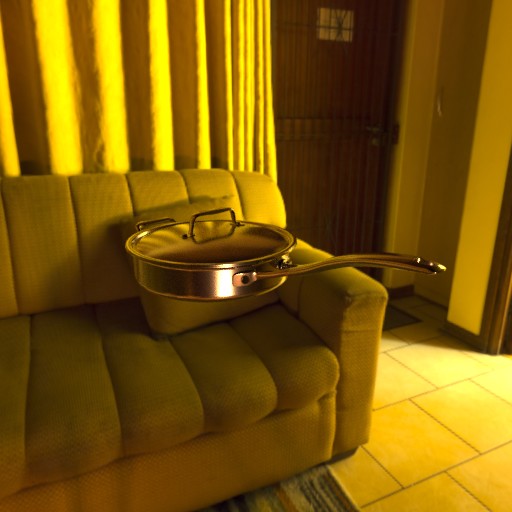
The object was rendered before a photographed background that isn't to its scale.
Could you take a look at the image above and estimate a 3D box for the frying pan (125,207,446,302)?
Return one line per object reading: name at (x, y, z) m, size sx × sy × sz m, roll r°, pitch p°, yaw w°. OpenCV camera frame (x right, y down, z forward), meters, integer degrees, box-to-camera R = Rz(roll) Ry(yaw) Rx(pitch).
frying pan at (0.000, 0.000, 0.671) m, size 0.561 × 0.114 × 0.280 m, roll 17°, pitch 24°, yaw 42°
